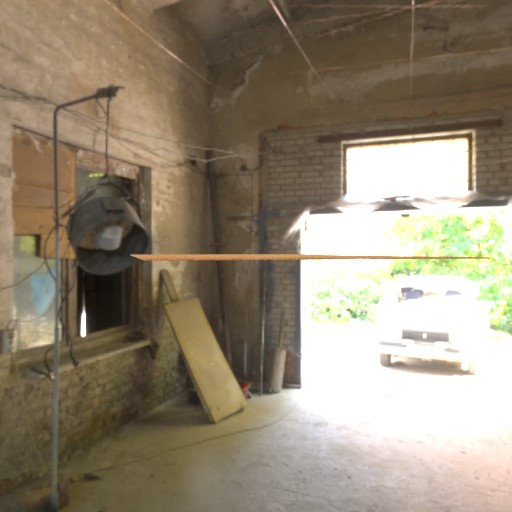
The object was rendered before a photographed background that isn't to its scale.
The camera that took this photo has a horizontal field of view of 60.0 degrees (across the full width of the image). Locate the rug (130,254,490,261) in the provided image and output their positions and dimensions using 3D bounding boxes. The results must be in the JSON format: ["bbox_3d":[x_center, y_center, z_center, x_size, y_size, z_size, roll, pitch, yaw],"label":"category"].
[{"bbox_3d":[0.000,0.000,2.884,1.524,0.006,2.285,0,1,-17],"label":"rug"}]
